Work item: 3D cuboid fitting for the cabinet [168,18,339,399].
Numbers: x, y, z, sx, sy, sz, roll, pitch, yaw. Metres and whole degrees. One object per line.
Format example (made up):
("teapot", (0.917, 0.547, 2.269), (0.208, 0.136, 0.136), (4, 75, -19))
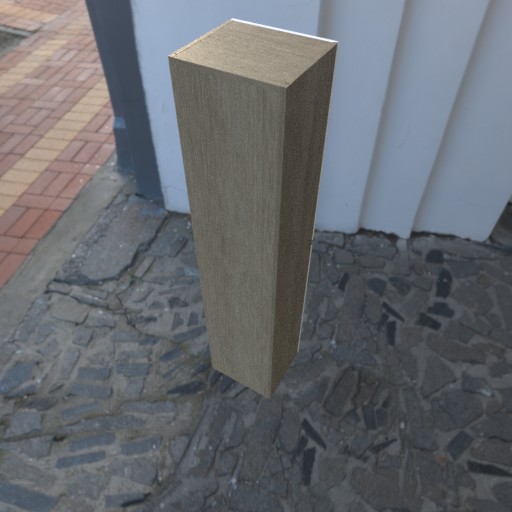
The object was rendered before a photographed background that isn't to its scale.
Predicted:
("cabinet", (0.000, 0.000, 1.533), (0.300, 1.400, 0.270), (23, 51, 20))
